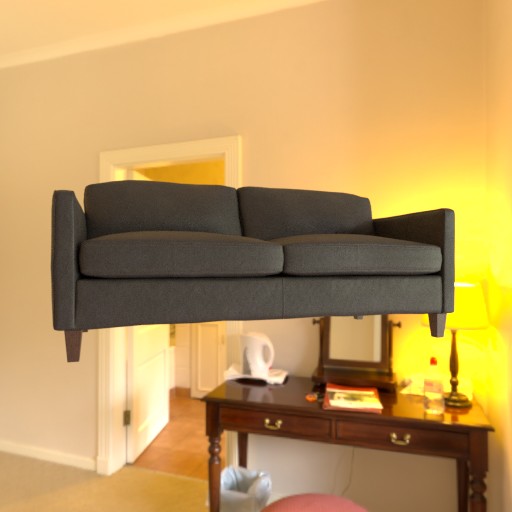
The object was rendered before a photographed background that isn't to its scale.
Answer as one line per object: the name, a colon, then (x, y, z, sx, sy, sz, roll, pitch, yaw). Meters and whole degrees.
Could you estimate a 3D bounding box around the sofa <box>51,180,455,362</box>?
sofa: (0.000, 0.000, 2.423, 1.971, 0.863, 0.933, 0, -1, -18)
